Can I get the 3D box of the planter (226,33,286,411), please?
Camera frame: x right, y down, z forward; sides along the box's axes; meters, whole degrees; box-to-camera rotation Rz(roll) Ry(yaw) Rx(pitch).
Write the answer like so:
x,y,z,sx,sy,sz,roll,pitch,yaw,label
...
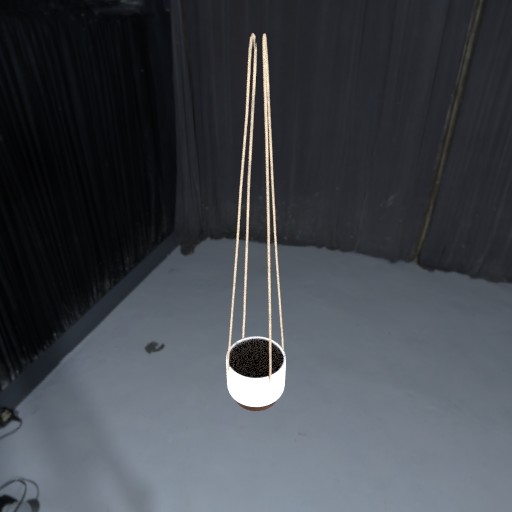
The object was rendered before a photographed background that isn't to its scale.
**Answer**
x,y,z,sx,sy,sz,roll,pitch,yaw,label
0.000,0.000,0.932,0.146,0.841,0.146,10,33,16,planter
